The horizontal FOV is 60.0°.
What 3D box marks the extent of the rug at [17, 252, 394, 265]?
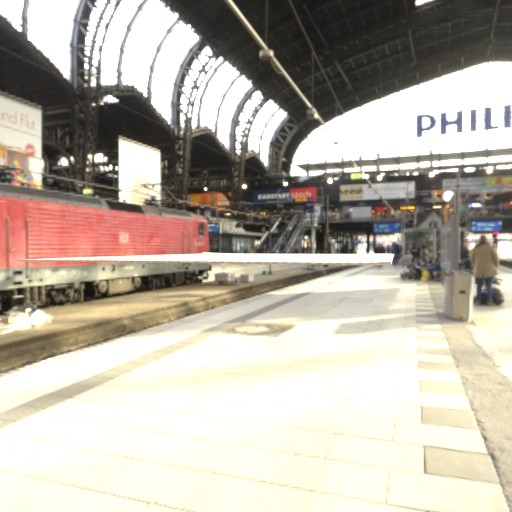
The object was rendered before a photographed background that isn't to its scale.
[{"bbox_3d":[0.000,0.000,3.843,2.277,0.035,2.897,0,1,18],"label":"rug"}]
